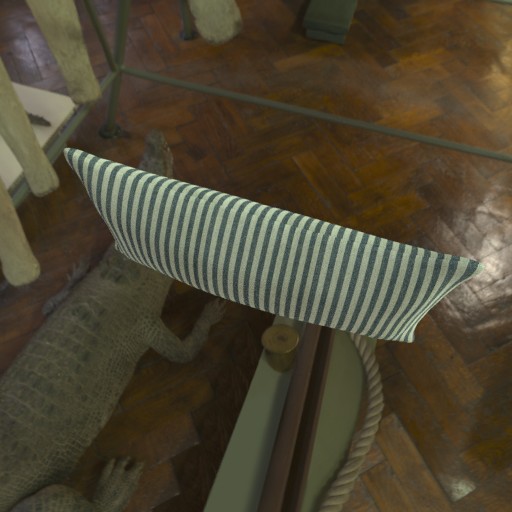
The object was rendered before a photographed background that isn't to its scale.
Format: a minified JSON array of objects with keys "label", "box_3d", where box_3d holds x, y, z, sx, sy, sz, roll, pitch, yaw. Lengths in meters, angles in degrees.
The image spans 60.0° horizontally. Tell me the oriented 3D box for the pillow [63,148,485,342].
[{"label":"pillow","box_3d":[0.000,0.000,0.739,0.617,0.295,0.151,17,61,10]}]
